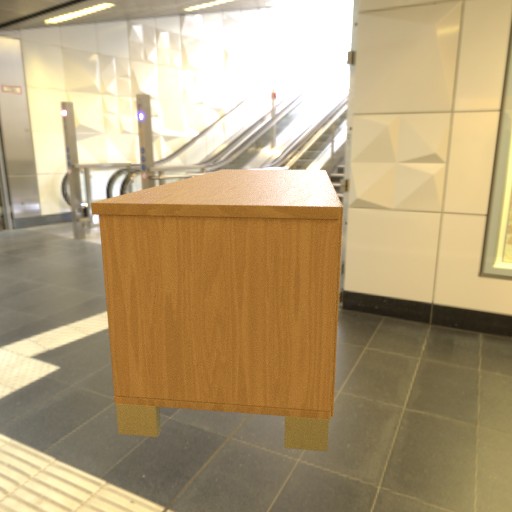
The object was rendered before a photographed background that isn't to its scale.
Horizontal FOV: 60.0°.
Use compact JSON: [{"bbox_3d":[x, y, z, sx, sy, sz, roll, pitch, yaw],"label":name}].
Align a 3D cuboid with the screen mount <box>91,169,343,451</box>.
[{"bbox_3d":[0.000,0.000,1.270,0.406,0.432,1.084,2,14,7],"label":"screen mount"}]
